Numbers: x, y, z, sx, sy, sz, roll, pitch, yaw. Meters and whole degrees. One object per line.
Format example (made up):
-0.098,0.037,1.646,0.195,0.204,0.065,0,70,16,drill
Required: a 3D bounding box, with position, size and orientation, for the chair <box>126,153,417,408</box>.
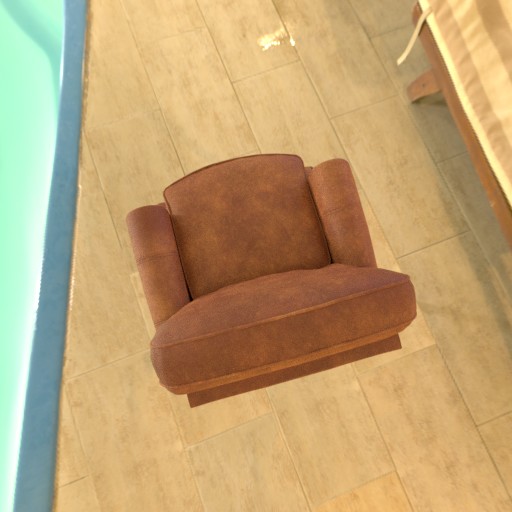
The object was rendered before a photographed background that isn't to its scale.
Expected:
0.000,0.000,1.801,0.936,1.018,0.986,-15,76,-4,chair
